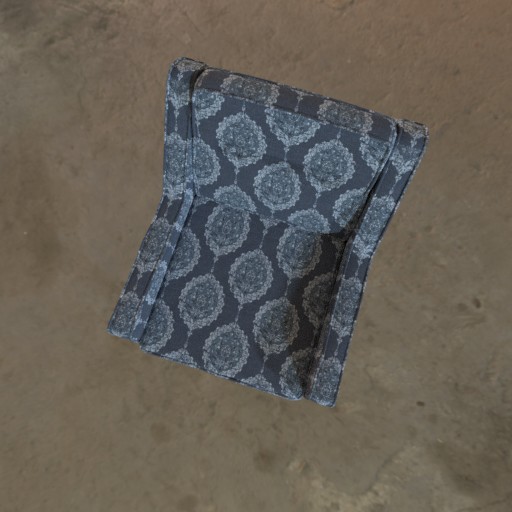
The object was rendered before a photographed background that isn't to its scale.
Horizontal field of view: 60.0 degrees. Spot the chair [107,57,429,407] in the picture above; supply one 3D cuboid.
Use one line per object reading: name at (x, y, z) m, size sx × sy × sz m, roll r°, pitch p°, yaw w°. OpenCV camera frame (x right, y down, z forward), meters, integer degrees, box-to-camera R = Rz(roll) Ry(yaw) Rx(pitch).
chair at (0.000, 0.000, 1.342) m, size 0.663 × 0.792 × 0.743 m, roll 17°, pitch 77°, yaw 4°
